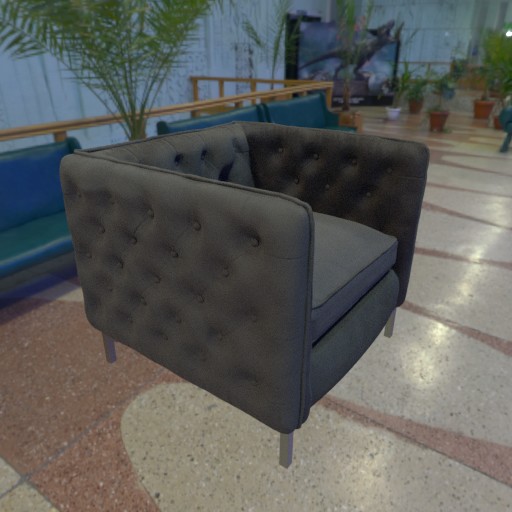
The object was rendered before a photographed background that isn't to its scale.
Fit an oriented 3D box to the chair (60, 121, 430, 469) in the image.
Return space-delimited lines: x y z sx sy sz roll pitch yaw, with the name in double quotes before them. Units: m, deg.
"chair" 0.000 0.000 1.622 0.913 0.807 0.946 17 30 32
